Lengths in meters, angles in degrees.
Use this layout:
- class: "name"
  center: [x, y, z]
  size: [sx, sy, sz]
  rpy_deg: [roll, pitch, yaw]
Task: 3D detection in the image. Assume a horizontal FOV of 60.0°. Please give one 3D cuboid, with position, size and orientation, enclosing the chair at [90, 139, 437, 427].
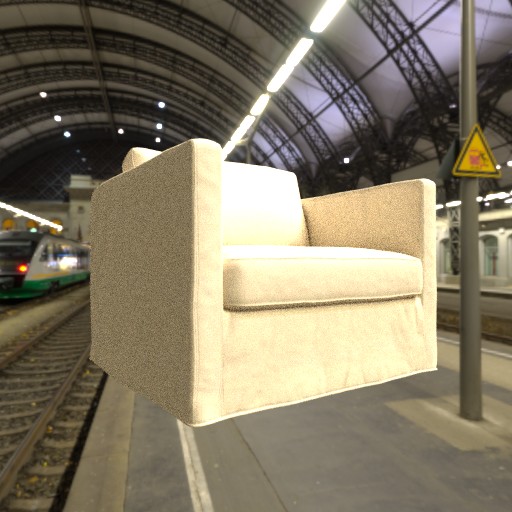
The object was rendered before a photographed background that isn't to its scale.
- class: "chair"
  center: [0.000, 0.000, 1.739]
  size: [1.057, 0.851, 0.947]
  rpy_deg: [1, -1, -35]
